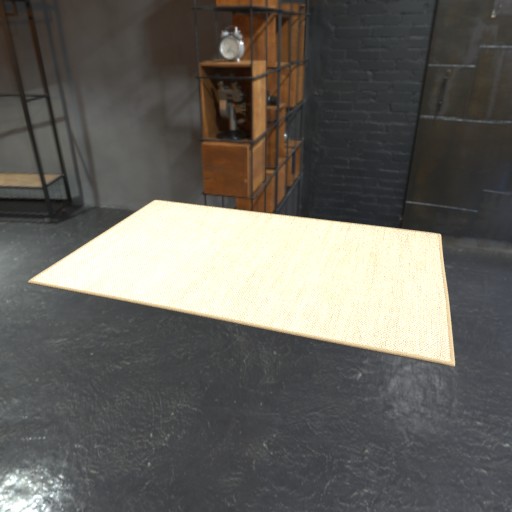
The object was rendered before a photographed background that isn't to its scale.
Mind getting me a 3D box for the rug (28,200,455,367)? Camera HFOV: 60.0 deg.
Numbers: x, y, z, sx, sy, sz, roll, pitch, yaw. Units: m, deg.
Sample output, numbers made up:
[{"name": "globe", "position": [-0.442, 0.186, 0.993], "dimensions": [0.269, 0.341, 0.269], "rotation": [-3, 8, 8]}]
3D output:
[{"name": "rug", "position": [0.000, 0.000, 2.069], "dimensions": [1.667, 0.013, 1.062], "rotation": [8, 28, 16]}]
